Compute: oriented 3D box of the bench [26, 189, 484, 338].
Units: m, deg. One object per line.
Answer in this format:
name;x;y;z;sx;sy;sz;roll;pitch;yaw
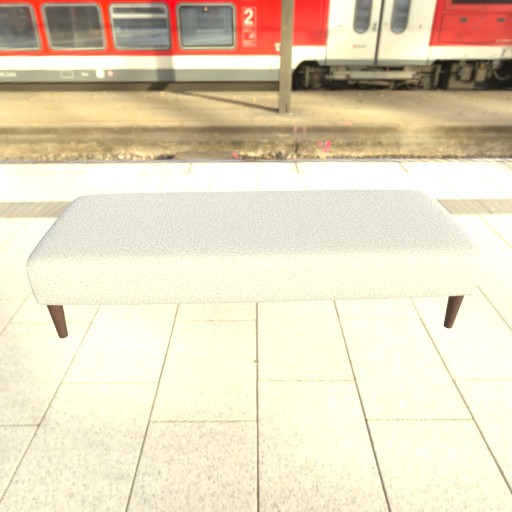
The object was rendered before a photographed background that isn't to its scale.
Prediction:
bench;0.000;0.000;1.851;1.598;0.383;0.631;-1;30;-2
